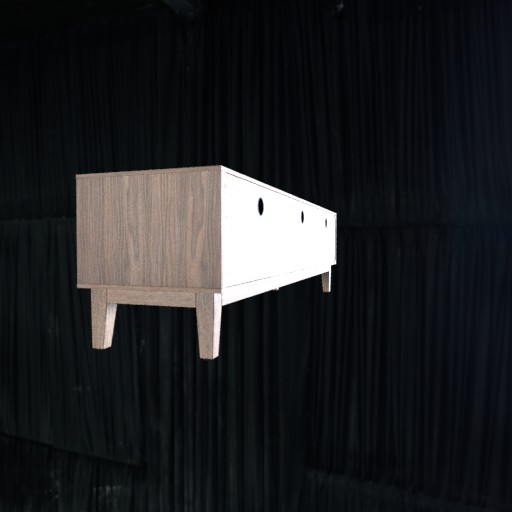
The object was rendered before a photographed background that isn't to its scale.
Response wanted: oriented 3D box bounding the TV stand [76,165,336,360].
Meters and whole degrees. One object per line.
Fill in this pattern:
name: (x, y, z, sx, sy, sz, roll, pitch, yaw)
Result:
TV stand: (0.000, 0.000, 1.669, 0.366, 0.409, 1.482, 1, 2, 19)
